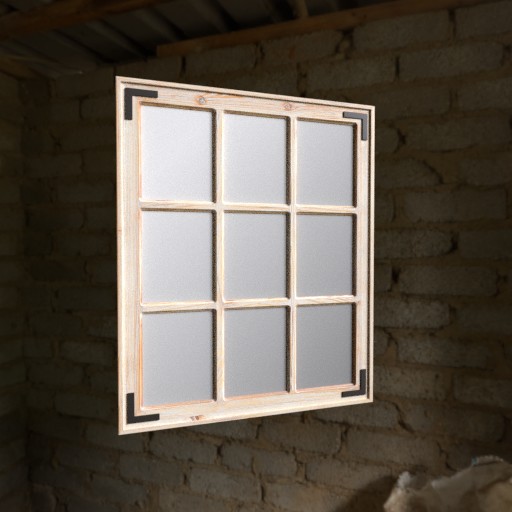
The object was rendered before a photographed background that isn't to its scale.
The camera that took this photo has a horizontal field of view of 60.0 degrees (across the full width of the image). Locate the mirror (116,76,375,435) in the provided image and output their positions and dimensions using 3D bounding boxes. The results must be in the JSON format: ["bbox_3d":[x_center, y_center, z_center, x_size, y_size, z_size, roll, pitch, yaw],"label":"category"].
[{"bbox_3d":[0.000,0.000,1.221,0.730,0.882,0.032,0,1,-19],"label":"mirror"}]
